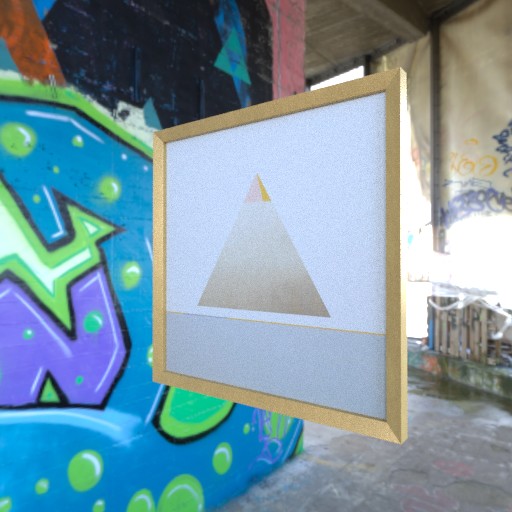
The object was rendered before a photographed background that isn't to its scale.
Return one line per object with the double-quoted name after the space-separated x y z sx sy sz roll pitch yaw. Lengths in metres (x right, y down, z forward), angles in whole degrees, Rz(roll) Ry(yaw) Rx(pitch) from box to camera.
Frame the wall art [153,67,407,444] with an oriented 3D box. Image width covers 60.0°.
0.000 0.000 2.896 1.935 1.936 0.097 0 -1 37 "wall art"
